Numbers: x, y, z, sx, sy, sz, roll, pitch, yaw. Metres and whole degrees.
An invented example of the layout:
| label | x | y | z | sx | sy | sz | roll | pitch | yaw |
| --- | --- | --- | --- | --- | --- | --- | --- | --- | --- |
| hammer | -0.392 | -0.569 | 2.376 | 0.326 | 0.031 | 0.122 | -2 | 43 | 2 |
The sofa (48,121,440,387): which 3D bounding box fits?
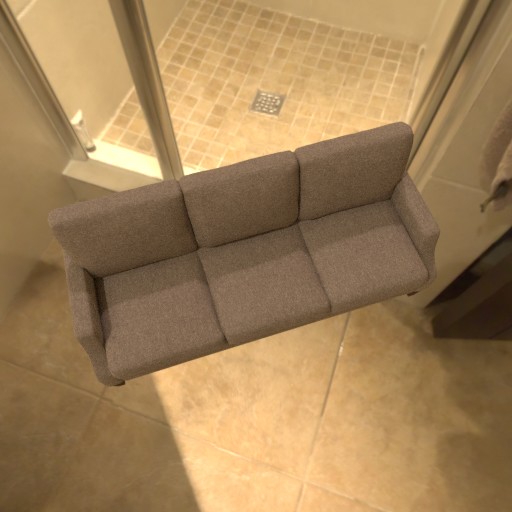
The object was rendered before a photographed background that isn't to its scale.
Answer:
| label | x | y | z | sx | sy | sz | roll | pitch | yaw |
| --- | --- | --- | --- | --- | --- | --- | --- | --- | --- |
| sofa | 0.000 | 0.000 | 2.641 | 2.115 | 0.984 | 0.888 | -16 | 65 | -8 |
